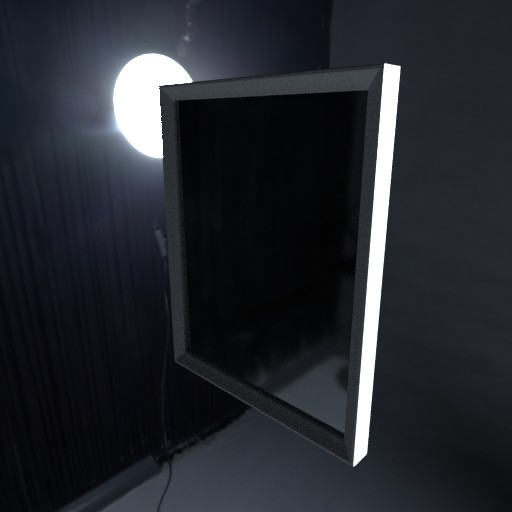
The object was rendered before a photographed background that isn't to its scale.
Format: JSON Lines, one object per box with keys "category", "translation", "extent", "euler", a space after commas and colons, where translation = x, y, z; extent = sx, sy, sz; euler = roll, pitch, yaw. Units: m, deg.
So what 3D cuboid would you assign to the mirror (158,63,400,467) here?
{"category": "mirror", "translation": [0.000, 0.000, 0.679], "extent": [0.406, 0.509, 0.041], "euler": [15, 23, 41]}
